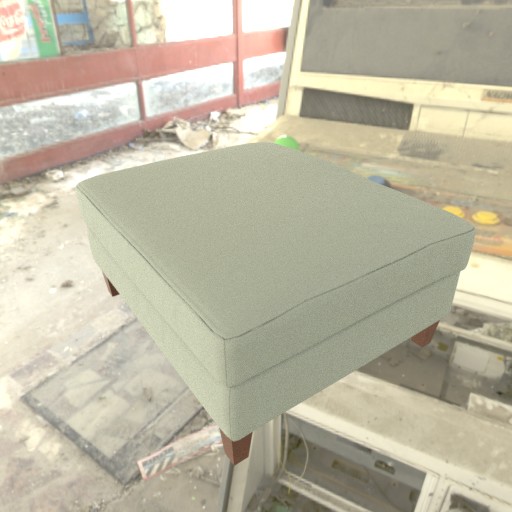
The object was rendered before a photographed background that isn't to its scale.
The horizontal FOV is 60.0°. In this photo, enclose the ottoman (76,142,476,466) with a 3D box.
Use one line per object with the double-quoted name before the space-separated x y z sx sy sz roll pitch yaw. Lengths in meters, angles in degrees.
"ottoman" 0.000 0.000 1.455 0.842 0.494 0.991 -20 36 -30
